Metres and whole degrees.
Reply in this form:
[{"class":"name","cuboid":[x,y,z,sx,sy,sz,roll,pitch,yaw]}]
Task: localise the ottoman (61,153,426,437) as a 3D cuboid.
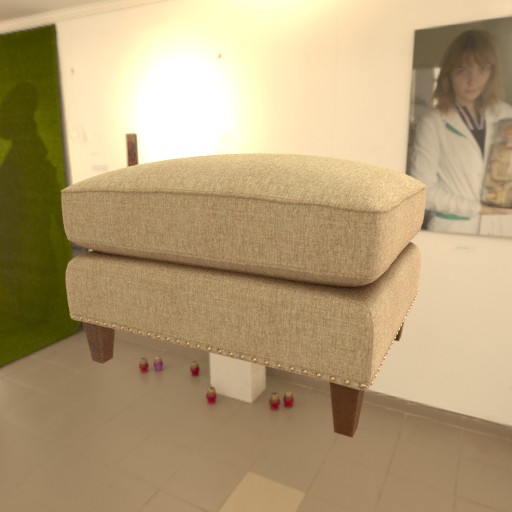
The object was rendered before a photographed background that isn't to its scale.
[{"class":"ottoman","cuboid":[0.000,0.000,1.137,0.741,0.513,0.584,7,15,26]}]
